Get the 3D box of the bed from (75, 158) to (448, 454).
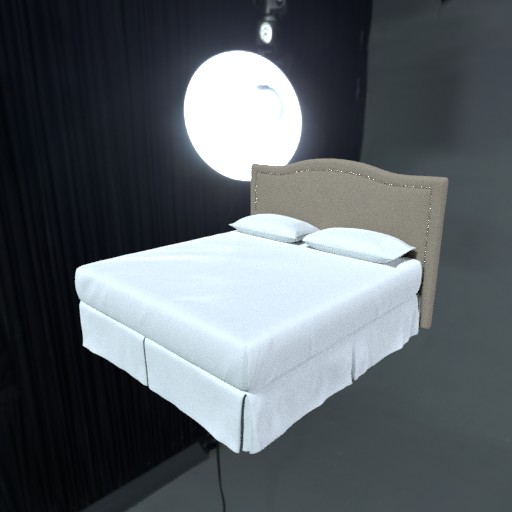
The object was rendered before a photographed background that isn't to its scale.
[{"bbox_3d":[0.000,0.000,3.541,2.083,1.421,2.182,15,22,42],"label":"bed"}]
